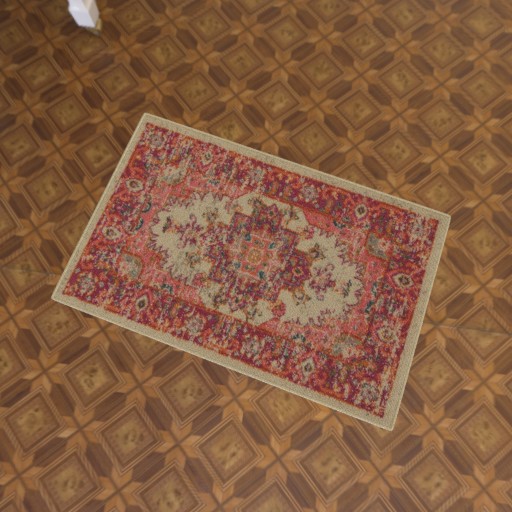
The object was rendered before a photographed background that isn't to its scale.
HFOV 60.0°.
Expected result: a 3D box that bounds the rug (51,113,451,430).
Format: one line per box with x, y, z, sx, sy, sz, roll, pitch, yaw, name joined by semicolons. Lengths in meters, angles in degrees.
0.000;0.000;1.113;0.868;0.004;0.556;20;75;5;rug
